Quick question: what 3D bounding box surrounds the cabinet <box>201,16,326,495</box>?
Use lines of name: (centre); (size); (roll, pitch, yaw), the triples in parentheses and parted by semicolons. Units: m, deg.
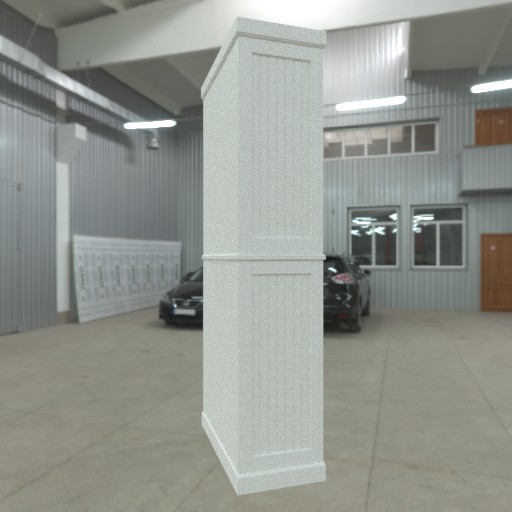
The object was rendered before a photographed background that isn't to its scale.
cabinet: (0.000, 0.000, 2.108); (0.390, 1.829, 0.754); (0, 0, -17)
